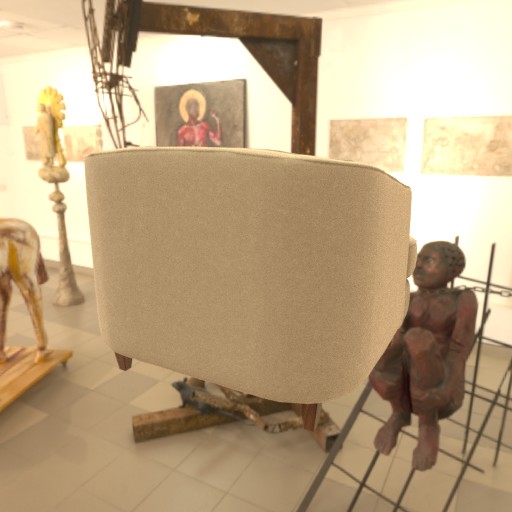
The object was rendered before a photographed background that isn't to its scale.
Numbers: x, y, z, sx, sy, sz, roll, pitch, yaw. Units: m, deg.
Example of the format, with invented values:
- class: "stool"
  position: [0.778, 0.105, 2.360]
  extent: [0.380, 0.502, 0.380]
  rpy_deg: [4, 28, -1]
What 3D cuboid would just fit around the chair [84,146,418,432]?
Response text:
- class: "chair"
  position: [0.000, 0.000, 1.756]
  extent: [1.104, 0.852, 0.941]
  rpy_deg: [8, 17, 27]
